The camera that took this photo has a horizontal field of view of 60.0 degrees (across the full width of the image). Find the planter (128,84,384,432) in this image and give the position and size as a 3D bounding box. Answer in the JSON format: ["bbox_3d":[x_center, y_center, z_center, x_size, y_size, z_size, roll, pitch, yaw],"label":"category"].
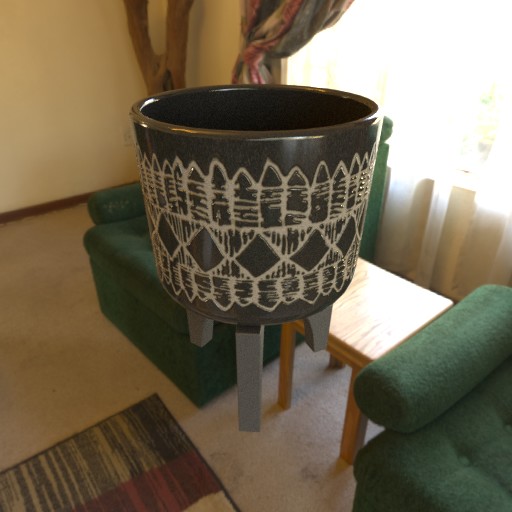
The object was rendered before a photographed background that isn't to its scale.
[{"bbox_3d":[0.000,0.000,0.533,0.251,0.355,0.251,18,34,29],"label":"planter"}]
